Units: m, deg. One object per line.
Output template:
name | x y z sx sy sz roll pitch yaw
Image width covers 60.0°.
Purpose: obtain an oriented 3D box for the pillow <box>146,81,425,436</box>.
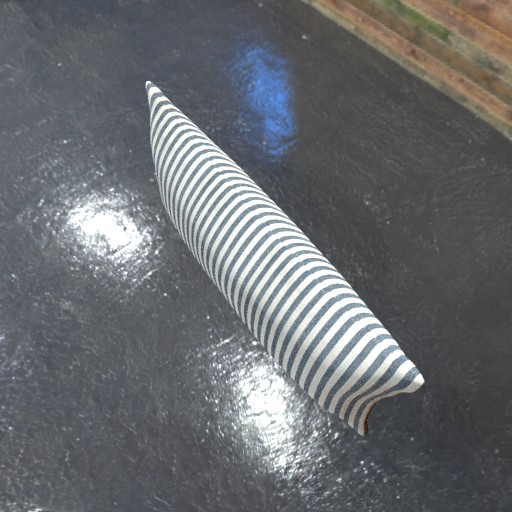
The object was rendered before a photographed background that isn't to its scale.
pillow | 0.000 0.000 0.723 0.151 0.295 0.617 -31 63 -18
